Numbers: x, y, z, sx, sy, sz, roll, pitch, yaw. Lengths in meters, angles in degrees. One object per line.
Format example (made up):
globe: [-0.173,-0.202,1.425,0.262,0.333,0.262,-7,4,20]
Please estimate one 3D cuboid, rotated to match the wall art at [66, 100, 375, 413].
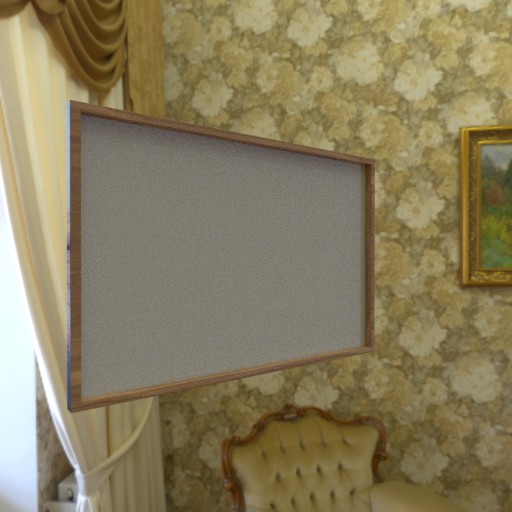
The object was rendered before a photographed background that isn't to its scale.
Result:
wall art: [0.000,0.000,1.418,1.137,0.756,0.034,0,0,-36]
